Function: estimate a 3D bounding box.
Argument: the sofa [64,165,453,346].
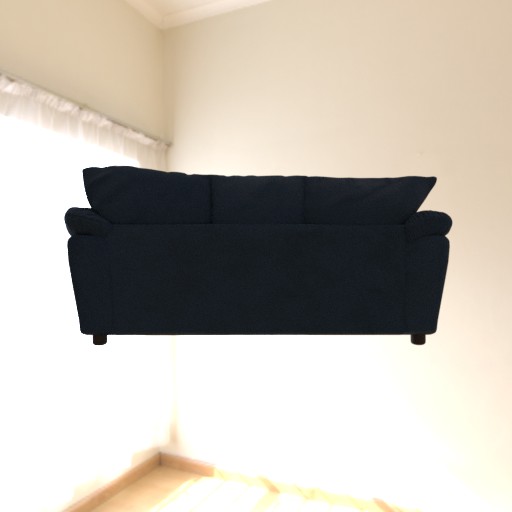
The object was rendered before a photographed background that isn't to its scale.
[{"bbox_3d":[0.000,0.000,2.970,2.390,1.091,0.907,0,-2,-1],"label":"sofa"}]
